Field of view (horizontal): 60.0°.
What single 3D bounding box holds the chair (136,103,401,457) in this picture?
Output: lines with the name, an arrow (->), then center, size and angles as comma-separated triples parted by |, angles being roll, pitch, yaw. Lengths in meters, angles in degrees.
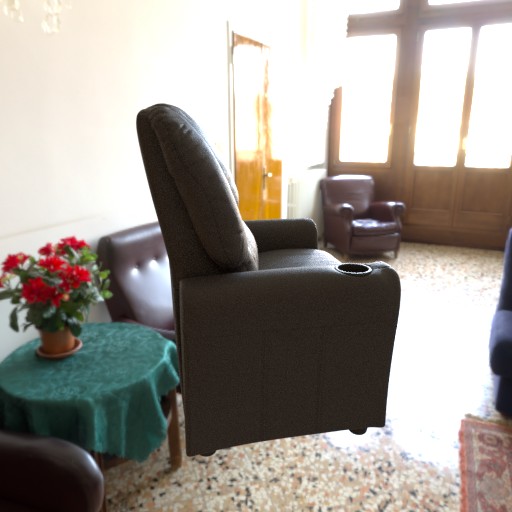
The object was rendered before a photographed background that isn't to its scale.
chair -> 0.000, 0.000, 1.099 | 0.521, 0.709, 0.610 | -3, 16, -11
